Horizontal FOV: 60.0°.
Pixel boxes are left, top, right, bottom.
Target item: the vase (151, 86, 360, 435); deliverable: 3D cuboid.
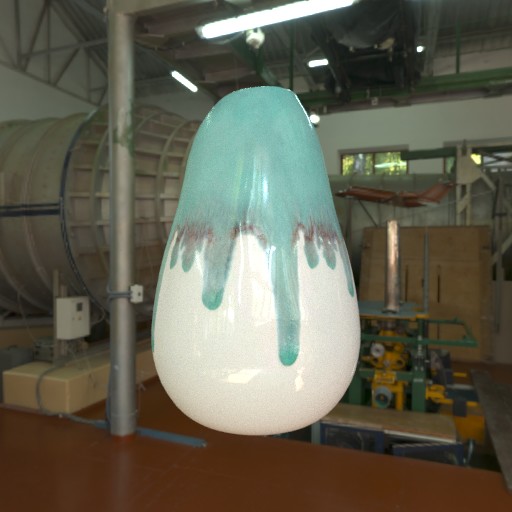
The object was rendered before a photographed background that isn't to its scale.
[{"bbox_3d":[0.000,0.000,0.252,0.116,0.179,0.116,0,1,0],"label":"vase"}]
